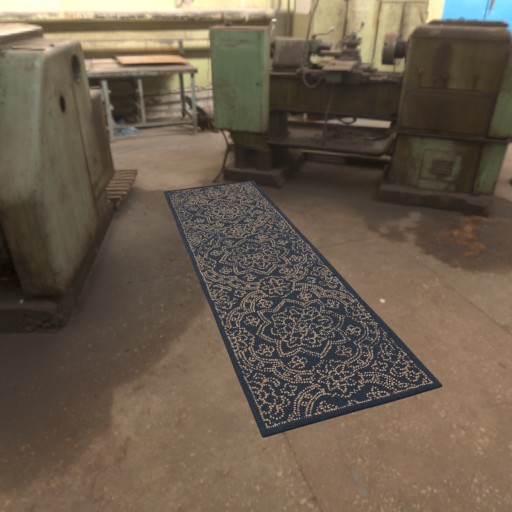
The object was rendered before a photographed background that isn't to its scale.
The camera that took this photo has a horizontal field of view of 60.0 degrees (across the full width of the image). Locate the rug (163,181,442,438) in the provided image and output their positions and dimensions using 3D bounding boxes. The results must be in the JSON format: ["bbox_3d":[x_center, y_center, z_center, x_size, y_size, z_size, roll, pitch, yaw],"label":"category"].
[{"bbox_3d":[0.000,0.000,2.670,0.769,0.012,2.448,-9,31,-16],"label":"rug"}]
